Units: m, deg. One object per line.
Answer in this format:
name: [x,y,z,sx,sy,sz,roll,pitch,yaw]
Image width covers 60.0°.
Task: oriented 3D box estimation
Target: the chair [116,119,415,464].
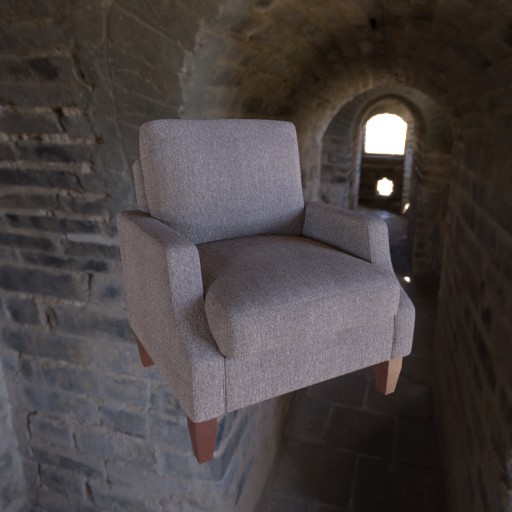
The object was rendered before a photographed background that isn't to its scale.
chair: [0.000,0.000,1.675,0.855,0.993,0.897,-9,19,-27]
